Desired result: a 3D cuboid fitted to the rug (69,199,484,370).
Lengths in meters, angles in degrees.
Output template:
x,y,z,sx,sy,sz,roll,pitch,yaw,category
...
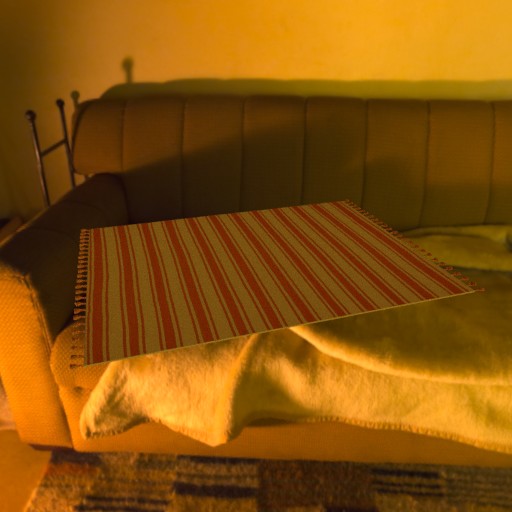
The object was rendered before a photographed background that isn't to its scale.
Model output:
x,y,z,sx,sy,sz,roll,pitch,yaw,category
0.000,0.000,4.410,3.369,0.035,2.451,-8,28,-16,rug
